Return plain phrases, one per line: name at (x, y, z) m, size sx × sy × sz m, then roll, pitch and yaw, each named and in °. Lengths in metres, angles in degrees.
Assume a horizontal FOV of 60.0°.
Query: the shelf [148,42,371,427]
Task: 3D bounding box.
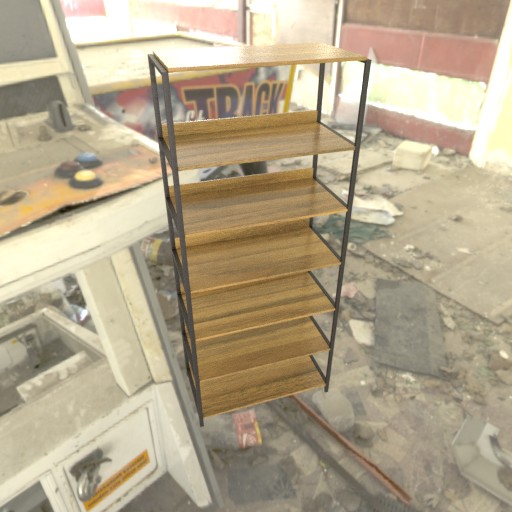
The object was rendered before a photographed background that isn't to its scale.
shelf at (0.000, 0.000, 2.398) m, size 0.847 × 2.015 × 0.431 m, roll -10°, pitch 34°, yaw -15°
